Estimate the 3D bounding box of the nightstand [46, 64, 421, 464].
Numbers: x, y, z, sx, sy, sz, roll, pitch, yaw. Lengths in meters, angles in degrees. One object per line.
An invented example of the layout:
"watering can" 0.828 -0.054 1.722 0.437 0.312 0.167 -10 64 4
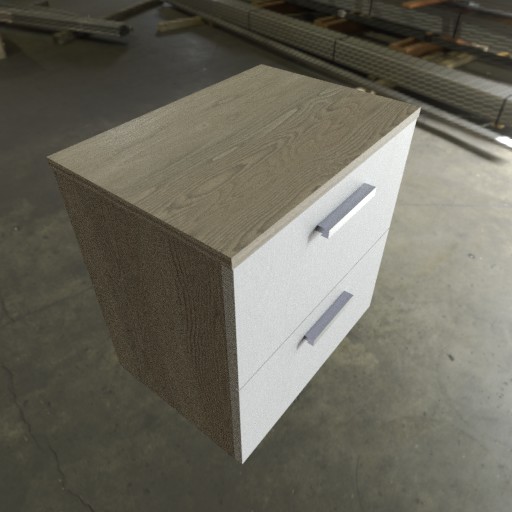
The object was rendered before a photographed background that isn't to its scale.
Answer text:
"nightstand" 0.000 0.000 0.766 0.325 0.461 0.442 28 48 28
